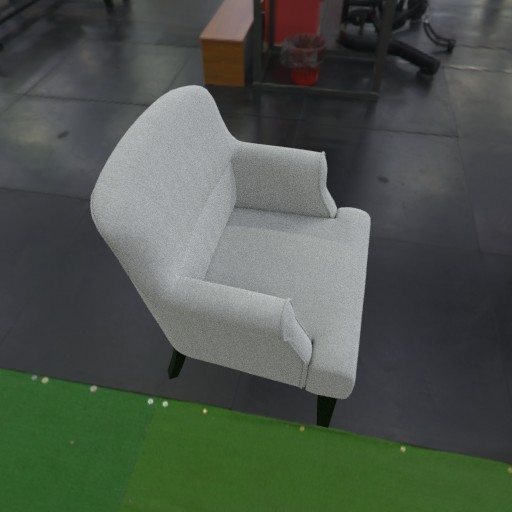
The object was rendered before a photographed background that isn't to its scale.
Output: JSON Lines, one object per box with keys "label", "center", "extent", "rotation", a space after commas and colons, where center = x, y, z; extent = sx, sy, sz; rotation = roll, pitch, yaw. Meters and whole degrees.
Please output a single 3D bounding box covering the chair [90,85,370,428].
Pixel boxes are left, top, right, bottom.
{"label": "chair", "center": [0.000, 0.000, 1.494], "extent": [0.750, 0.875, 0.781], "rotation": [10, 48, 9]}
